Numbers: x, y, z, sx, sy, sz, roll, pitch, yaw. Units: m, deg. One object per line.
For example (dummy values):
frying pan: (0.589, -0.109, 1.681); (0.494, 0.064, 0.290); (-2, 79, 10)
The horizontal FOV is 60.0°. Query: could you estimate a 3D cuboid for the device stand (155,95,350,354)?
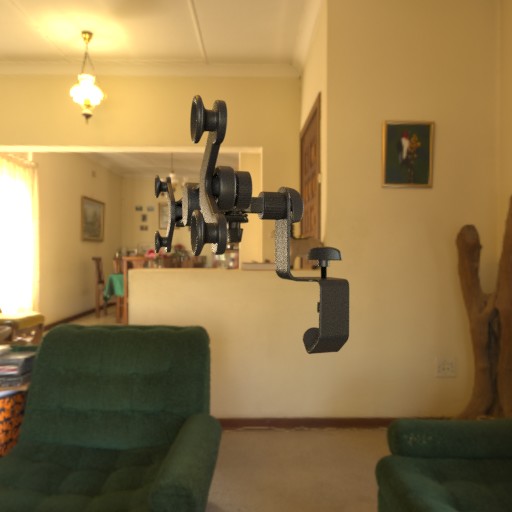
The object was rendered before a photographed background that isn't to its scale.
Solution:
device stand: (0.000, 0.000, 0.364); (0.142, 0.166, 0.270); (0, 1, -17)
